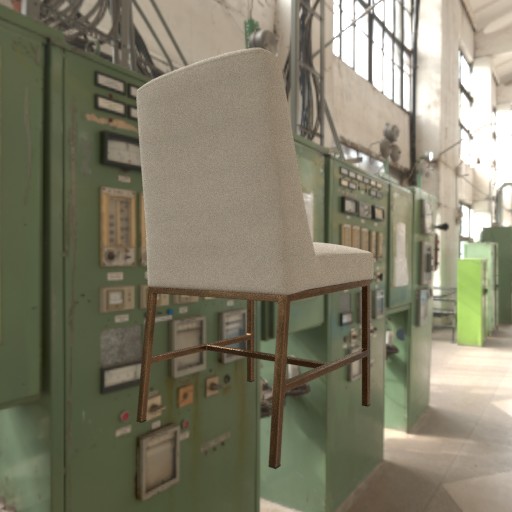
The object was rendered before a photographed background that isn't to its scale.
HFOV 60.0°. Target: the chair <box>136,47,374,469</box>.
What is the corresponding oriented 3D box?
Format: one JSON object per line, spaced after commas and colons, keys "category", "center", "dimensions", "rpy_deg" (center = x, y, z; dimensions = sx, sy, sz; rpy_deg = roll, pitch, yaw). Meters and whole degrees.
{"category": "chair", "center": [0.000, 0.000, 1.308], "dimensions": [0.503, 0.933, 0.597], "rpy_deg": [0, 0, 37]}
